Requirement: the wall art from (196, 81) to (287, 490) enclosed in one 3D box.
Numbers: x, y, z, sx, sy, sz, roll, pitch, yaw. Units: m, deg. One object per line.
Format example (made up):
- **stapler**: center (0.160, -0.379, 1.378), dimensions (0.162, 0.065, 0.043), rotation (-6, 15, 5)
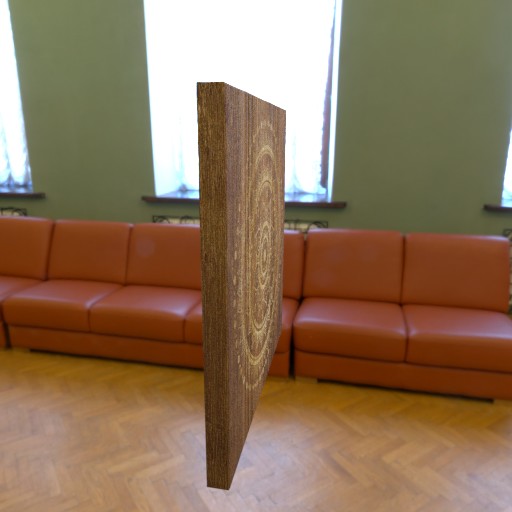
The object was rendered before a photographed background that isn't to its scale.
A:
- **wall art**: center (0.000, 0.000, 0.909), dimensions (0.042, 0.608, 0.611), rotation (3, 16, 10)
